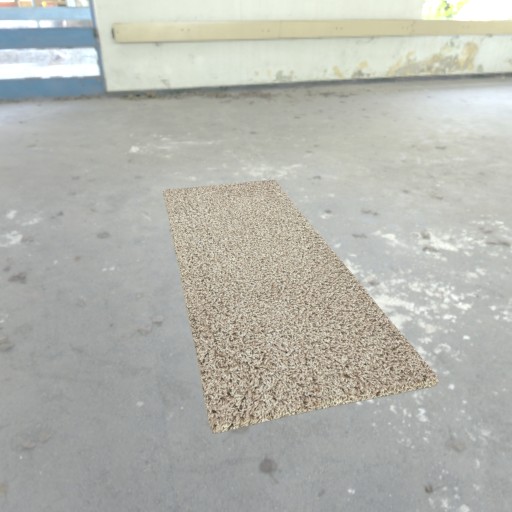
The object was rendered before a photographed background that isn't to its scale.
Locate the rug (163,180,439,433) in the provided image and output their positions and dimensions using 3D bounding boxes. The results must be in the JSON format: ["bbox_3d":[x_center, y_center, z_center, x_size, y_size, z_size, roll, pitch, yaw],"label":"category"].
[{"bbox_3d":[0.000,0.000,1.735,0.609,0.030,1.524,-7,31,-12],"label":"rug"}]
